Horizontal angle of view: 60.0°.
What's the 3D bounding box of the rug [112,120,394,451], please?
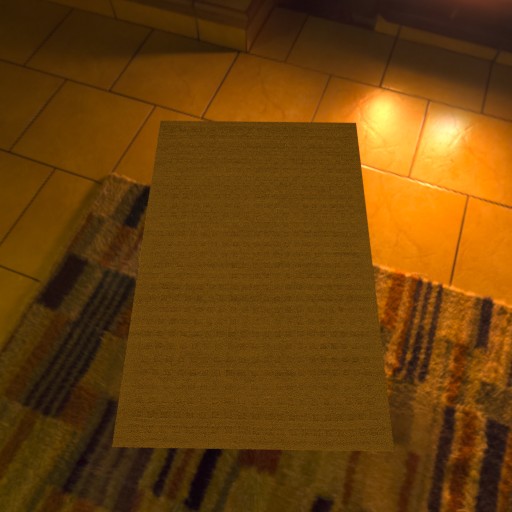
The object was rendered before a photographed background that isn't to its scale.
[{"bbox_3d":[0.000,0.000,2.191,1.142,0.006,1.752,1,63,0],"label":"rug"}]
